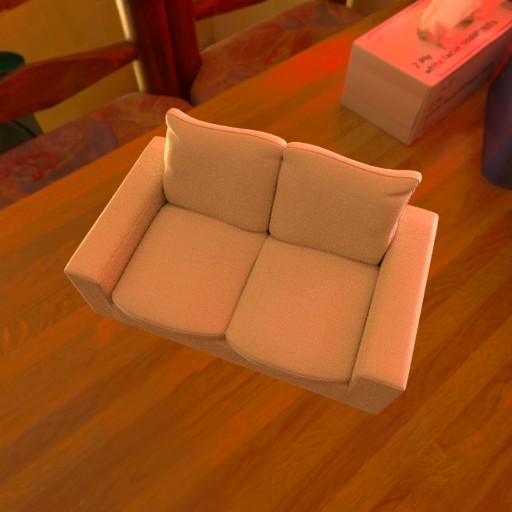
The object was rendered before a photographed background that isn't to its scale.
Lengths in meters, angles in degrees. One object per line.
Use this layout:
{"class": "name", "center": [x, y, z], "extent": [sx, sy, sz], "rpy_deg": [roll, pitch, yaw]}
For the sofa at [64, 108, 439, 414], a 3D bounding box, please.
{"class": "sofa", "center": [0.000, 0.000, 2.413], "extent": [1.754, 0.875, 1.091], "rpy_deg": [18, 61, 10]}
